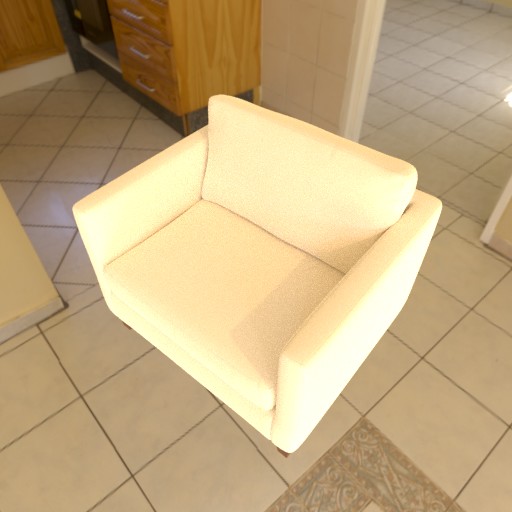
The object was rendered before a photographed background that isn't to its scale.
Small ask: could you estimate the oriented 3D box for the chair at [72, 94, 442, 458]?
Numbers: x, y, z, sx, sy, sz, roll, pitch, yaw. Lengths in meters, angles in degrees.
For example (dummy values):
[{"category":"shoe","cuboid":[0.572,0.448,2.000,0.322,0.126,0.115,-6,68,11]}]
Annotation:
[{"category":"chair","cuboid":[0.000,0.000,1.705,1.019,0.885,0.878,31,54,26]}]
